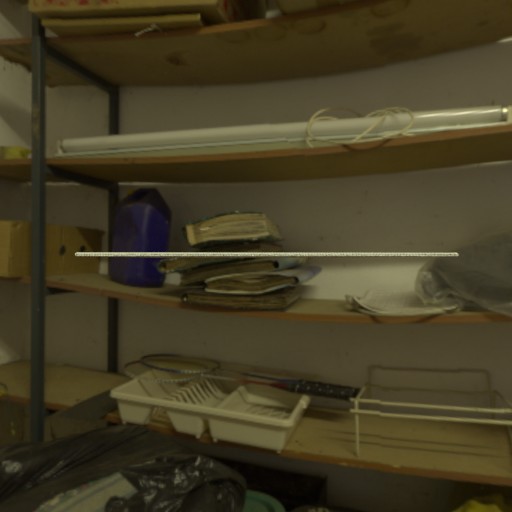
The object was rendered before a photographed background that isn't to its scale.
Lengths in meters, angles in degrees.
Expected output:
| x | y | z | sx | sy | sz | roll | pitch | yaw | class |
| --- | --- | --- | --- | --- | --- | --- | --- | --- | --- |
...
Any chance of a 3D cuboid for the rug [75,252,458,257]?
| x | y | z | sx | sy | sz | roll | pitch | yaw | class |
| --- | --- | --- | --- | --- | --- | --- | --- | --- | --- |
| 0.000 | 0.000 | 2.265 | 1.217 | 0.011 | 1.747 | 0 | 0 | -3 | rug |
